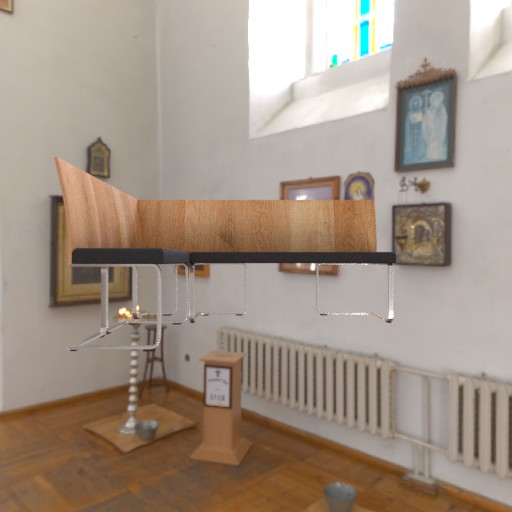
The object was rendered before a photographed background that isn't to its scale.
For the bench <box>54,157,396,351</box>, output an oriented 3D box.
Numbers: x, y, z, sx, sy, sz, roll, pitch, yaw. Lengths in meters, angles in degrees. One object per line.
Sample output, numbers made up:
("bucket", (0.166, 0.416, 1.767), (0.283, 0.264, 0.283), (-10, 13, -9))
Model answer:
("bench", (0.000, 0.000, 2.871), (1.945, 0.930, 1.495), (0, -1, -1))
